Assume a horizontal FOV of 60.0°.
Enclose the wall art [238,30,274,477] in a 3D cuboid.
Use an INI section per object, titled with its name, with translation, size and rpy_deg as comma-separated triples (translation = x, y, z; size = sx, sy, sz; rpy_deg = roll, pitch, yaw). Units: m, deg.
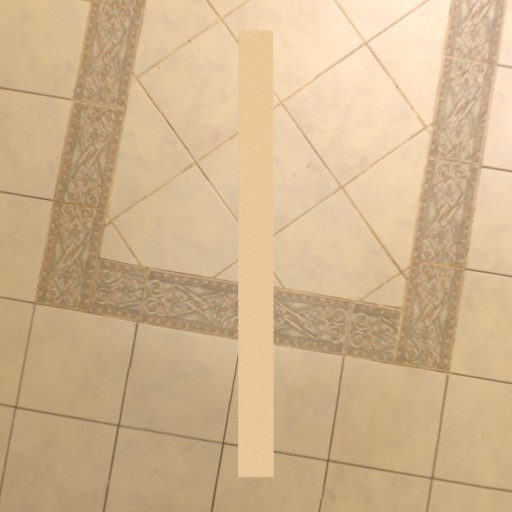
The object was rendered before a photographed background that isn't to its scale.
[wall art]
translation = 0.000, 0.000, 0.454
size = 0.024, 0.304, 0.304
rpy_deg = 0, 89, 0
